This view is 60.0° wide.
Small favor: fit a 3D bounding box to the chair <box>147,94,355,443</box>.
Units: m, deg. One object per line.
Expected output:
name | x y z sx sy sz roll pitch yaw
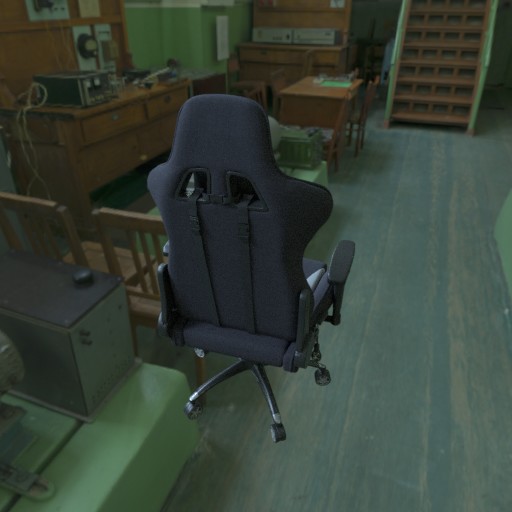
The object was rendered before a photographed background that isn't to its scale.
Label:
chair | 0.000 0.000 1.723 0.730 1.300 0.695 9 31 15
